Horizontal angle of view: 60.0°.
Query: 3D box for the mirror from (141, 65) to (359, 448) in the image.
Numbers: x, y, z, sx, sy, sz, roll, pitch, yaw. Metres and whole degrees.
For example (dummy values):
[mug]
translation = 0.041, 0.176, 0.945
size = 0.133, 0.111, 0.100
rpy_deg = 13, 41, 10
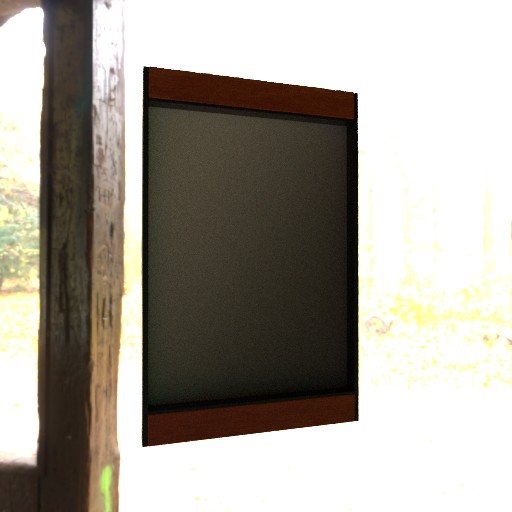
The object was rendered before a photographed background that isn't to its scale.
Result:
[mirror]
translation = 0.000, 0.000, 1.052
size = 0.525, 0.823, 0.047
rpy_deg = 0, -1, -17
